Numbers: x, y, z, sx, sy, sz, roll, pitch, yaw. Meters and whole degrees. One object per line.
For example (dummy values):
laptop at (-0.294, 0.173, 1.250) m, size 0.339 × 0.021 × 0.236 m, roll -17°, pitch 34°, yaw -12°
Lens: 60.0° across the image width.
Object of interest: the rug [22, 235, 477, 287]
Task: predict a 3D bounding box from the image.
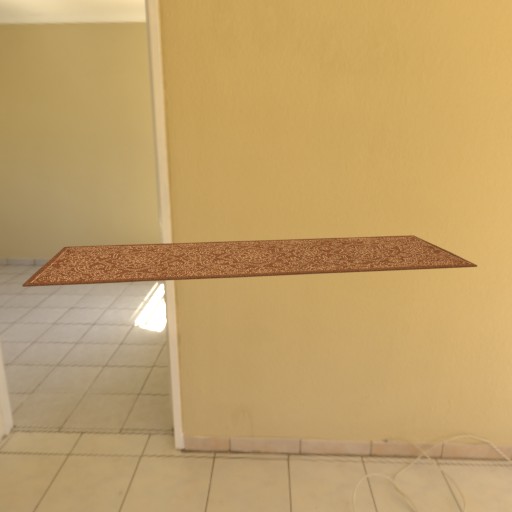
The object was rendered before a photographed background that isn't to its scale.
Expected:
rug at (0.000, 0.000, 2.718) m, size 2.448 × 0.012 × 0.769 m, roll -2°, pitch 16°, yaw -8°
